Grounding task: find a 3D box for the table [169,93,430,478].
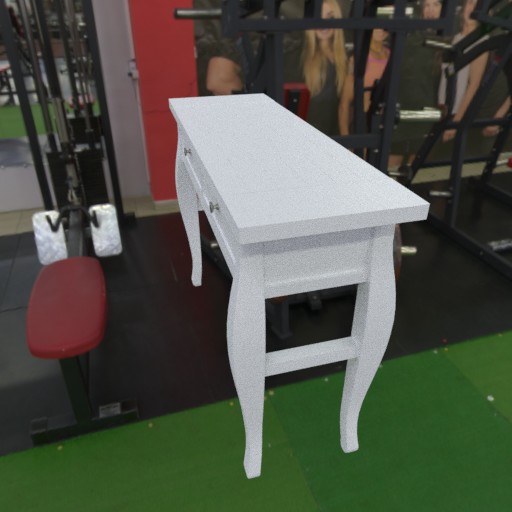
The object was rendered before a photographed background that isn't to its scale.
[{"bbox_3d":[0.000,0.000,1.394,0.373,0.768,1.062,-8,32,-13],"label":"table"}]
